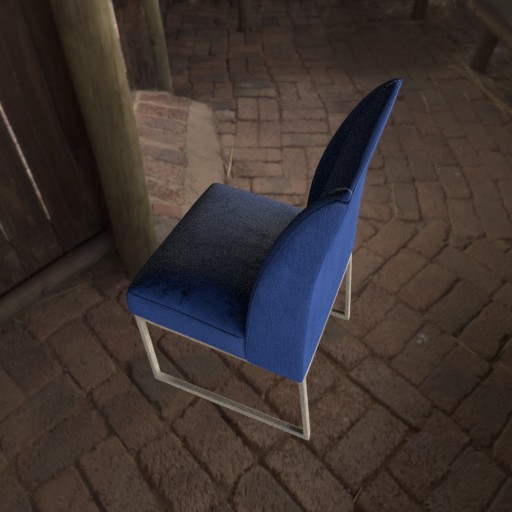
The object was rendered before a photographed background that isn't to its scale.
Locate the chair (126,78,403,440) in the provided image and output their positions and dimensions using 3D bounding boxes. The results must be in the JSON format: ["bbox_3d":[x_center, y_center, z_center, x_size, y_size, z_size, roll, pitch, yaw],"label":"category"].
[{"bbox_3d":[0.000,0.000,1.183,0.522,0.863,0.508,17,48,16],"label":"chair"}]
